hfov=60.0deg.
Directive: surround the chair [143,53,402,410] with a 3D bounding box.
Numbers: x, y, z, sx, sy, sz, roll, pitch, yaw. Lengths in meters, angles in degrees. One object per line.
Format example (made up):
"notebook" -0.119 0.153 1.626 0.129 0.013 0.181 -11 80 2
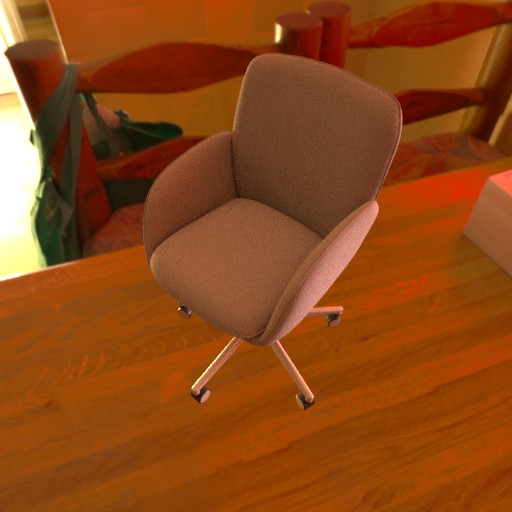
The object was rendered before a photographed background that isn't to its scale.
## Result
"chair" 0.000 0.000 1.357 0.648 0.959 0.654 32 55 26
